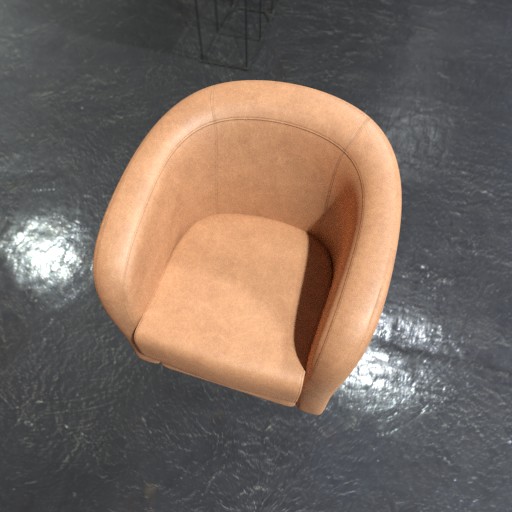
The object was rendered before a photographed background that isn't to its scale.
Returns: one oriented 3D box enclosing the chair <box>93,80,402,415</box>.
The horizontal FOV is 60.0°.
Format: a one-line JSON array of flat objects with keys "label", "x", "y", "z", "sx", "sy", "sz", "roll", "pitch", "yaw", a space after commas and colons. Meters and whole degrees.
[{"label": "chair", "x": 0.000, "y": 0.000, "z": 1.461, "sx": 0.791, "sy": 0.771, "sz": 0.815, "roll": 15, "pitch": 59, "yaw": 9}]
